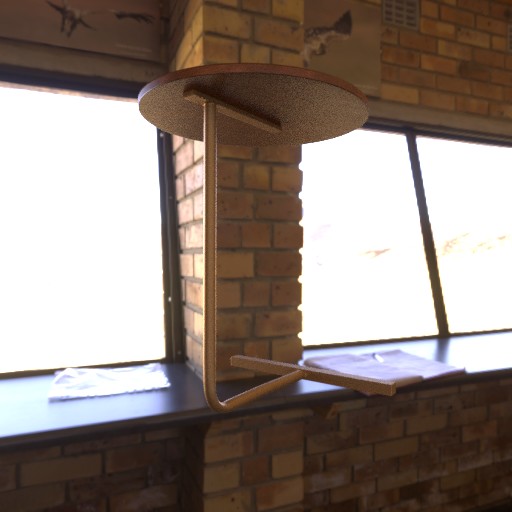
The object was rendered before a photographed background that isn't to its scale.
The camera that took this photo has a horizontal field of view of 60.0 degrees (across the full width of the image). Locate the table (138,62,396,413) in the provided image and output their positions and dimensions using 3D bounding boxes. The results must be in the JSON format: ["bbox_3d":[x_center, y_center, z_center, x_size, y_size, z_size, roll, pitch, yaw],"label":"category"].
[{"bbox_3d":[0.000,0.000,1.089,0.530,0.706,0.577,0,0,36],"label":"table"}]
